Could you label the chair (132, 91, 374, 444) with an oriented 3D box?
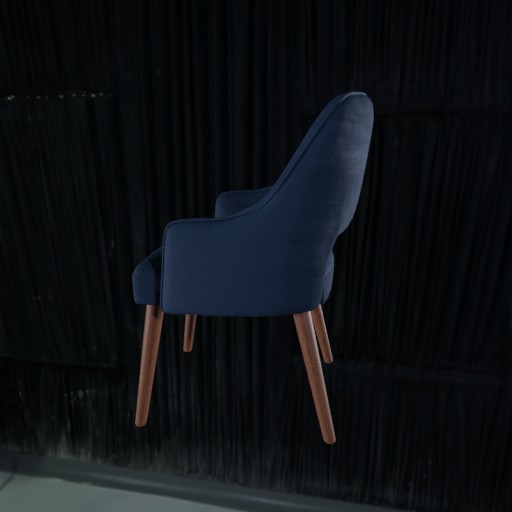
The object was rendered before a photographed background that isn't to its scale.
[{"bbox_3d":[0.000,0.000,1.245,0.591,0.844,0.559,2,15,8],"label":"chair"}]
